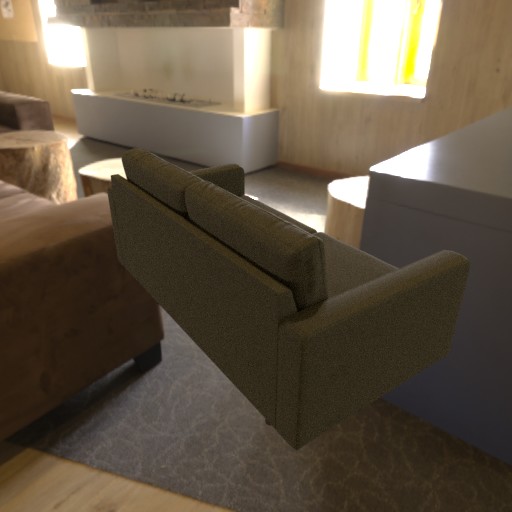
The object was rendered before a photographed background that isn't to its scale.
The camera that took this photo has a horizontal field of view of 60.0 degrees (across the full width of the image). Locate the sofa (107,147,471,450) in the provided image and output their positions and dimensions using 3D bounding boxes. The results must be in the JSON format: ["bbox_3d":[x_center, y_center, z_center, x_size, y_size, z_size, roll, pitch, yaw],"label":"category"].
[{"bbox_3d":[0.000,0.000,2.234,0.889,0.897,1.730,-18,32,-31],"label":"sofa"}]
